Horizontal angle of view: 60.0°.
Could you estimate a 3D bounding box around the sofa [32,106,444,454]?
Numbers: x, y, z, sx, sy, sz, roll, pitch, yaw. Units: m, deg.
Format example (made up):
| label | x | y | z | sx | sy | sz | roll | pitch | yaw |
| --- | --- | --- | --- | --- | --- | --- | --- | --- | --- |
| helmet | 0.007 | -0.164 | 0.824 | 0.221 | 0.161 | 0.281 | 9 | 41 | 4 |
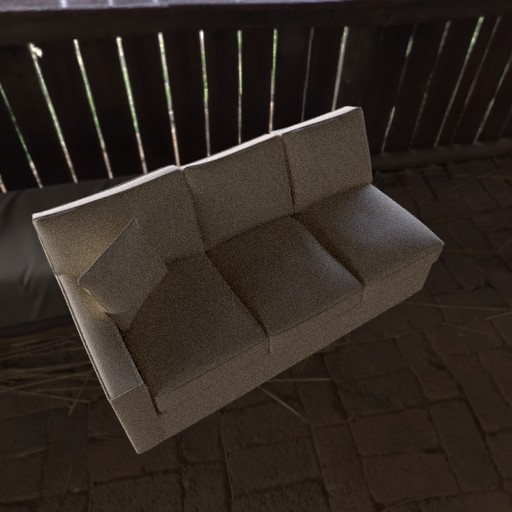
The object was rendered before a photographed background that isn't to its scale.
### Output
| label | x | y | z | sx | sy | sz | roll | pitch | yaw |
| --- | --- | --- | --- | --- | --- | --- | --- | --- | --- |
| sofa | 0.000 | 0.000 | 2.465 | 1.962 | 0.946 | 1.034 | -25 | 51 | -22 |
